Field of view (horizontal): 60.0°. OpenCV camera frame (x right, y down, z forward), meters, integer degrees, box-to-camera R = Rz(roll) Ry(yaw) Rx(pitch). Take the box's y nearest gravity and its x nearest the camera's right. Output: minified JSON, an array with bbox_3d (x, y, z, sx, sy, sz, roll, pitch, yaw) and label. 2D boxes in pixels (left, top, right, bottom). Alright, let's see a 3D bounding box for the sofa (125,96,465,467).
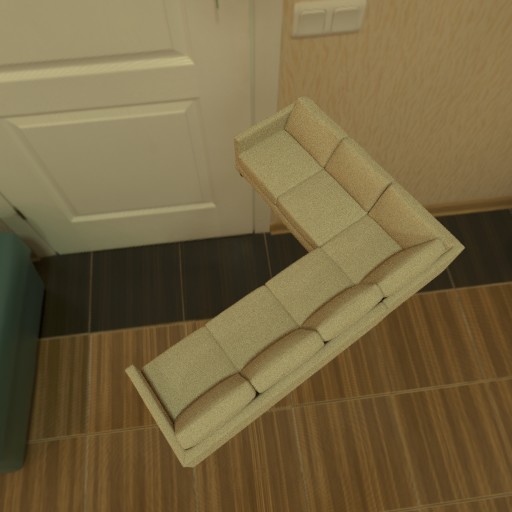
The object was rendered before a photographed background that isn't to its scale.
[{"bbox_3d":[0.000,0.000,4.430,3.182,0.863,2.432,-33,69,-15],"label":"sofa"}]
